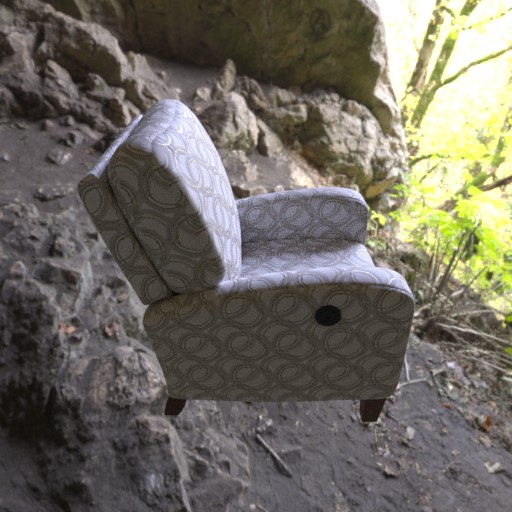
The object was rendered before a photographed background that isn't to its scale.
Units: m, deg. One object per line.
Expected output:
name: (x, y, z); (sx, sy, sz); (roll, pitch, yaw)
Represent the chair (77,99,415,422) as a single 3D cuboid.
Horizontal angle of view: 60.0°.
chair: (0.000, 0.000, 1.712); (0.995, 1.065, 0.796); (0, 32, 0)
